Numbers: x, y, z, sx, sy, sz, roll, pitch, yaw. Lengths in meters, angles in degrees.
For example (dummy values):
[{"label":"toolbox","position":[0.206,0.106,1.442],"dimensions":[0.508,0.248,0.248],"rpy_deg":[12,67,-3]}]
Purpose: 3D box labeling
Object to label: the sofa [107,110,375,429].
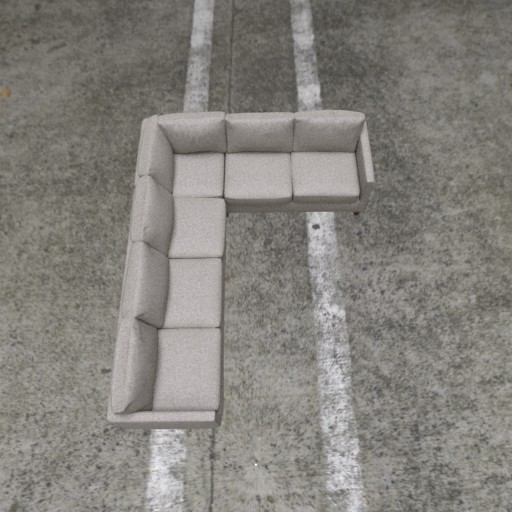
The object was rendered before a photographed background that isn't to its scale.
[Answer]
[{"label":"sofa","position":[0.000,0.000,4.584],"dimensions":[2.593,0.947,3.302],"rpy_deg":[-1,65,0]}]
